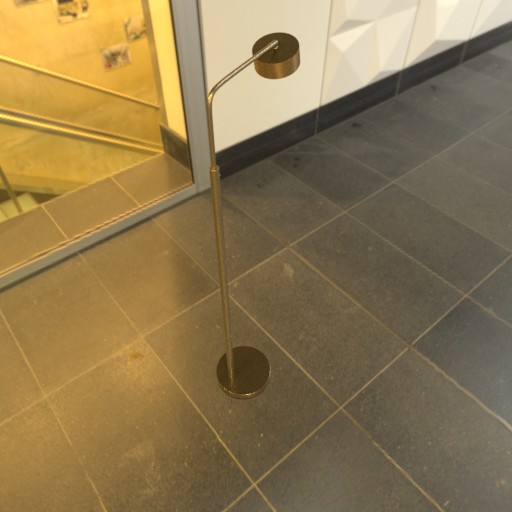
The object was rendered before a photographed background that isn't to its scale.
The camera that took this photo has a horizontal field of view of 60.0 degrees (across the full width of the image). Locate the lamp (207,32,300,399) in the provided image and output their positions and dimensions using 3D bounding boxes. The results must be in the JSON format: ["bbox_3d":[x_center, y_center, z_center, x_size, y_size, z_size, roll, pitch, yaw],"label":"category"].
[{"bbox_3d":[0.000,0.000,1.421,0.219,1.230,0.418,24,51,21],"label":"lamp"}]
